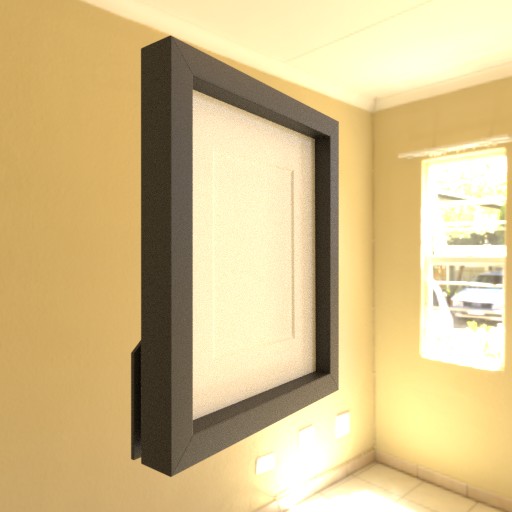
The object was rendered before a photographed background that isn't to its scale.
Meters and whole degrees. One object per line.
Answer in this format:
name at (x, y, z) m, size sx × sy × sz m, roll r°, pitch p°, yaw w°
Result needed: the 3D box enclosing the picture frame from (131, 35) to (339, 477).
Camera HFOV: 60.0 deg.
picture frame at (0.000, 0.000, 0.389) m, size 0.042 × 0.284 × 0.232 m, roll 0°, pitch 0°, yaw 38°
